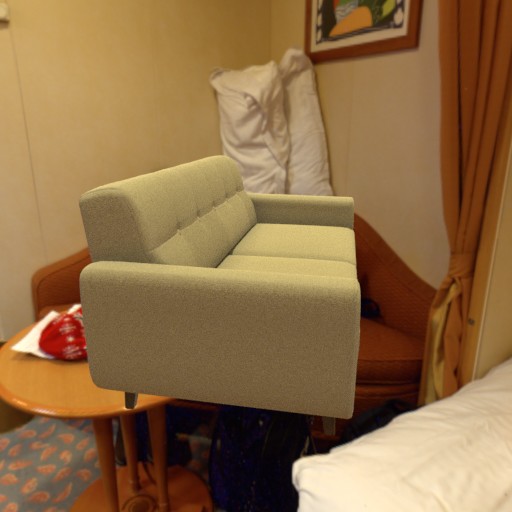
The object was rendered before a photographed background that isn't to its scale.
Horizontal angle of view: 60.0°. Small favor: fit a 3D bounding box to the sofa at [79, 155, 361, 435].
[{"bbox_3d":[0.000,0.000,2.199,0.980,0.892,1.655,3,17,11],"label":"sofa"}]
